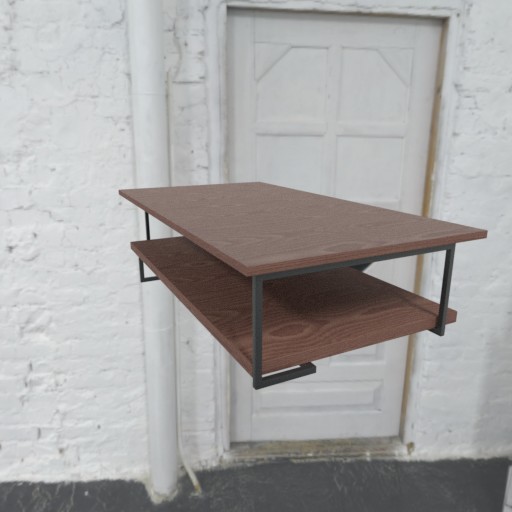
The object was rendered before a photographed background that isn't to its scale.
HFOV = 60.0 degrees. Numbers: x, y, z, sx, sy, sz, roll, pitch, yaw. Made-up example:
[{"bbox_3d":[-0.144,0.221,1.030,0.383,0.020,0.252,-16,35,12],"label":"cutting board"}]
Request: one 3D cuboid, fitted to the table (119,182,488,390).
[{"bbox_3d":[0.000,0.000,1.491,0.651,0.347,1.197,-8,18,-26],"label":"table"}]
